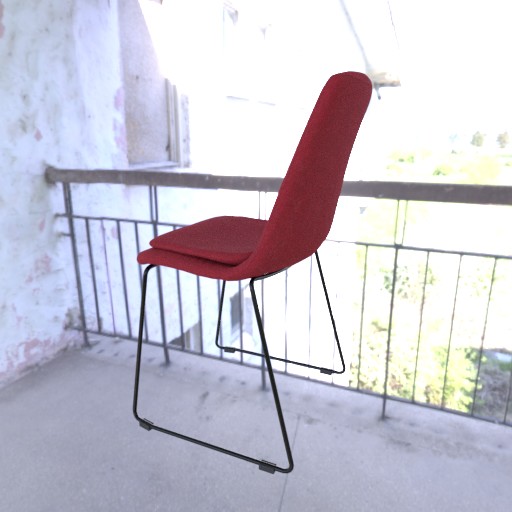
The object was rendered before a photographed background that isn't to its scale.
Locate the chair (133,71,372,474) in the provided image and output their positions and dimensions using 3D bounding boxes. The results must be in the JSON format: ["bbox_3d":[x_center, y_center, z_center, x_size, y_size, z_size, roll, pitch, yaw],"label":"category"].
[{"bbox_3d":[0.000,0.000,1.150,0.518,0.858,0.479,7,17,24],"label":"chair"}]
